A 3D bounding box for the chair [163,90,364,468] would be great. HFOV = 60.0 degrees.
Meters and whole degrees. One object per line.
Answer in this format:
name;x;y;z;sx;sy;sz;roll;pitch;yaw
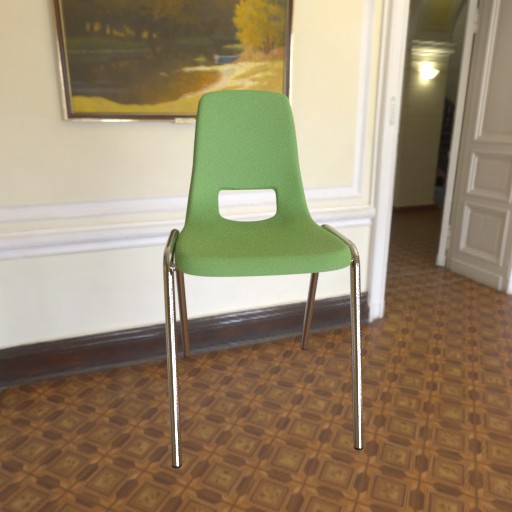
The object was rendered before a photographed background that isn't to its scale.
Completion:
chair;0.000;0.000;0.965;0.381;0.704;0.436;-2;17;-7
